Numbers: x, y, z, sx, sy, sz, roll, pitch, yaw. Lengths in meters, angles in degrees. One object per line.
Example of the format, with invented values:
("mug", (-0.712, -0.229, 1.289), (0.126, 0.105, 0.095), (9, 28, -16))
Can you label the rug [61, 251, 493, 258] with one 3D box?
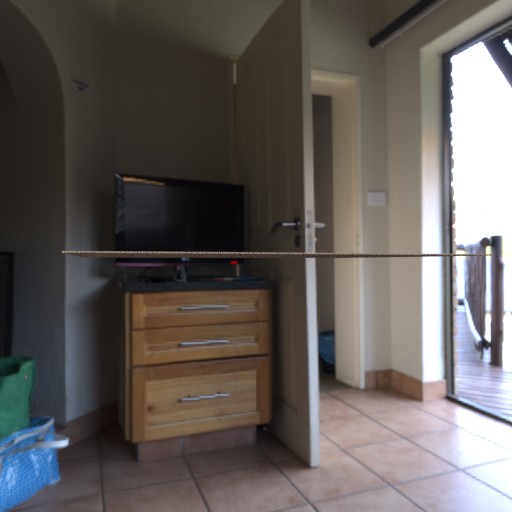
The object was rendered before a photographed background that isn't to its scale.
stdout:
("rug", (0.000, 0.000, 4.024), (3.048, 0.013, 2.439), (0, -1, -19))
